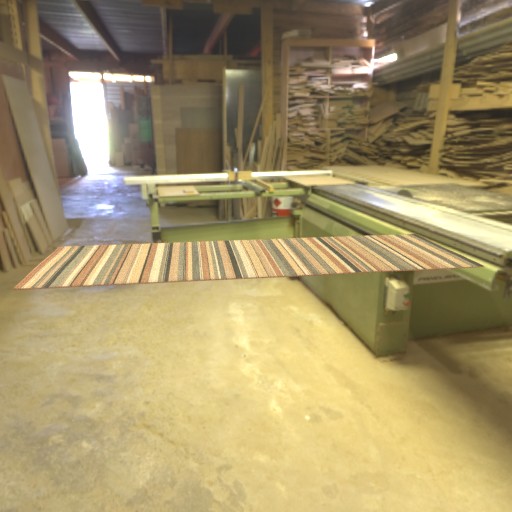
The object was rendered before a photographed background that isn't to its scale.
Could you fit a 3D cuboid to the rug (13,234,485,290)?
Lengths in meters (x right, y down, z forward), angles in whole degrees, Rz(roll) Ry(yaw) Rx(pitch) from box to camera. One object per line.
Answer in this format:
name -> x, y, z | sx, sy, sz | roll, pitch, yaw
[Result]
rug -> 0.000, 0.000, 2.642 | 2.444, 0.010, 0.799 | -2, 16, -8
